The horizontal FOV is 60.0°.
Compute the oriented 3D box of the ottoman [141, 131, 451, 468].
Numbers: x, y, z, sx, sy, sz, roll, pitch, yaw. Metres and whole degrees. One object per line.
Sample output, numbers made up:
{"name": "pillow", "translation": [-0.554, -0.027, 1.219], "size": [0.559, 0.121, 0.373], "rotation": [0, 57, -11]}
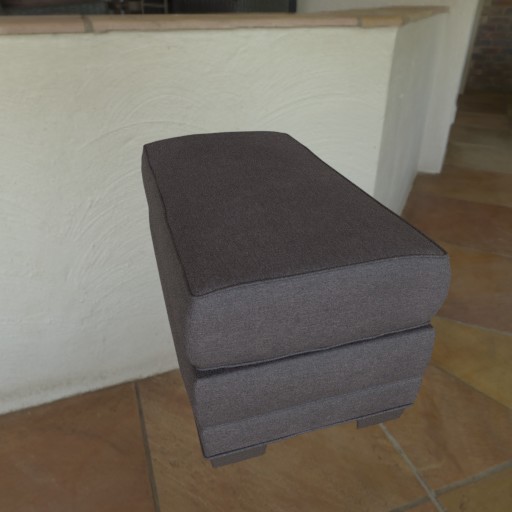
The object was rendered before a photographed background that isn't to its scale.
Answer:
{"name": "ottoman", "translation": [0.000, 0.000, 1.134], "size": [0.490, 0.448, 0.864], "rotation": [-9, 31, -15]}
